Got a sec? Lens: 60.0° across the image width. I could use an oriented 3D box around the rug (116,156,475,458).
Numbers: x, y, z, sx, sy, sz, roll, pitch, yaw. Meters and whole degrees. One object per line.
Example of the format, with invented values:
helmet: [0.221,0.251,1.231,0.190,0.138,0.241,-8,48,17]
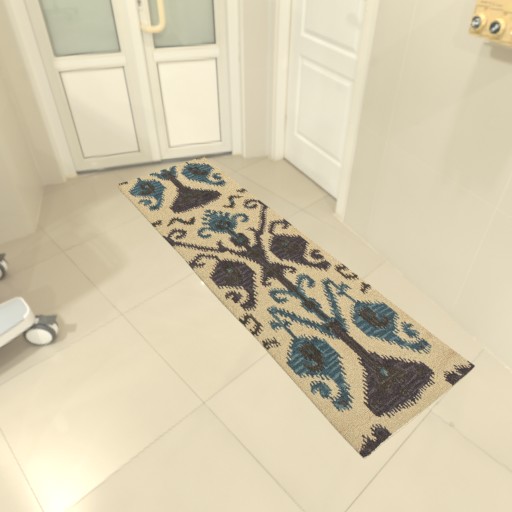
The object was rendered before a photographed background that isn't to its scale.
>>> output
rug: [0.000,0.000,2.469,0.692,0.017,2.301,-26,47,-26]
